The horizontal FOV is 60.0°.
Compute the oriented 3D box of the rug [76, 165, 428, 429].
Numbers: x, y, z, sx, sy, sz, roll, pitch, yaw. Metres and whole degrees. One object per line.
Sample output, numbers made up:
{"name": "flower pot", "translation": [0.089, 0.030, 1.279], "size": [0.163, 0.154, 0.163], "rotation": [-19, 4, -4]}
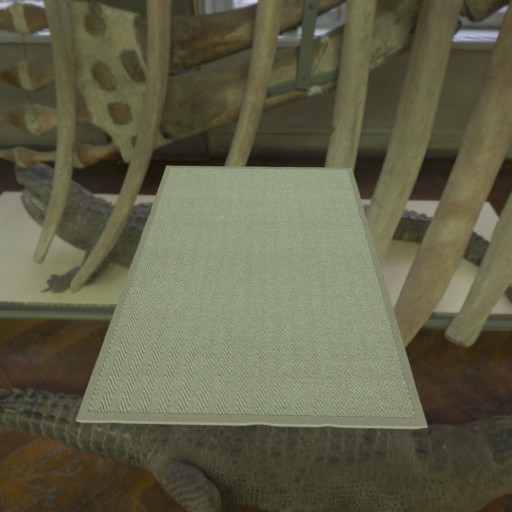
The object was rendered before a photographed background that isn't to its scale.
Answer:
{"name": "rug", "translation": [0.000, 0.000, 2.804], "size": [1.540, 0.021, 2.290], "rotation": [1, 40, 1]}
